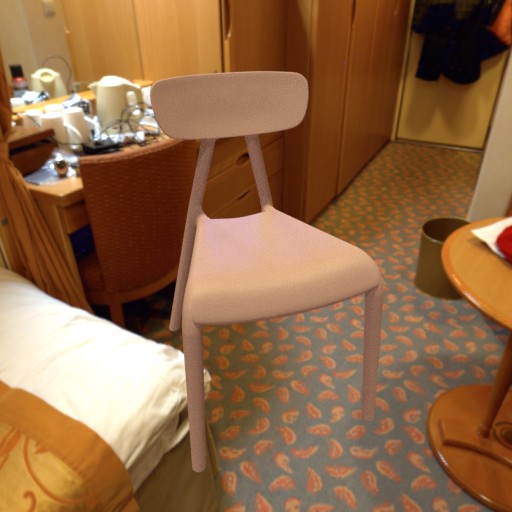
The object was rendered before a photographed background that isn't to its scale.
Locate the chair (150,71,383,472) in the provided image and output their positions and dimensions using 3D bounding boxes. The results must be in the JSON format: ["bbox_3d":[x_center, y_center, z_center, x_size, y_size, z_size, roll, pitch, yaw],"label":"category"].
[{"bbox_3d":[0.000,0.000,0.818,0.356,0.580,0.401,-10,33,-15],"label":"chair"}]
